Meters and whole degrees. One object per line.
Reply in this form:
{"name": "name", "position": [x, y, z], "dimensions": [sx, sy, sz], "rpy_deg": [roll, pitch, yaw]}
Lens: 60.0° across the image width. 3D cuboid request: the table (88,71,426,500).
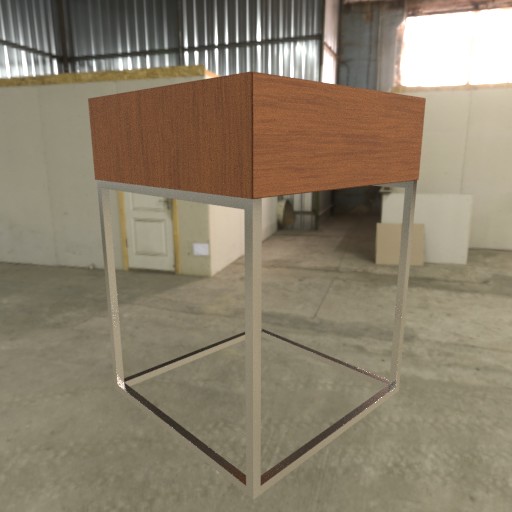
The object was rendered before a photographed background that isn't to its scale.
{"name": "table", "position": [0.000, 0.000, 0.802], "dimensions": [0.397, 0.540, 0.398], "rpy_deg": [-13, 19, -42]}
